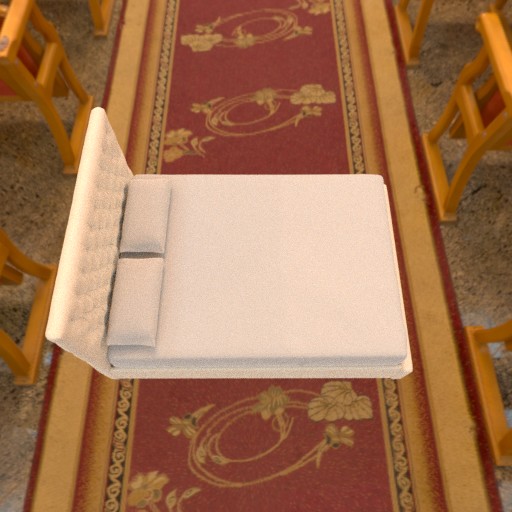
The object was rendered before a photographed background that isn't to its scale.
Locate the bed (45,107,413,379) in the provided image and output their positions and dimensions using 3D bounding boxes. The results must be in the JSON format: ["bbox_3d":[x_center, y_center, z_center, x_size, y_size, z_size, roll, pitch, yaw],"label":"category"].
[{"bbox_3d":[0.000,0.000,3.438,2.387,1.427,1.698,0,65,0],"label":"bed"}]
